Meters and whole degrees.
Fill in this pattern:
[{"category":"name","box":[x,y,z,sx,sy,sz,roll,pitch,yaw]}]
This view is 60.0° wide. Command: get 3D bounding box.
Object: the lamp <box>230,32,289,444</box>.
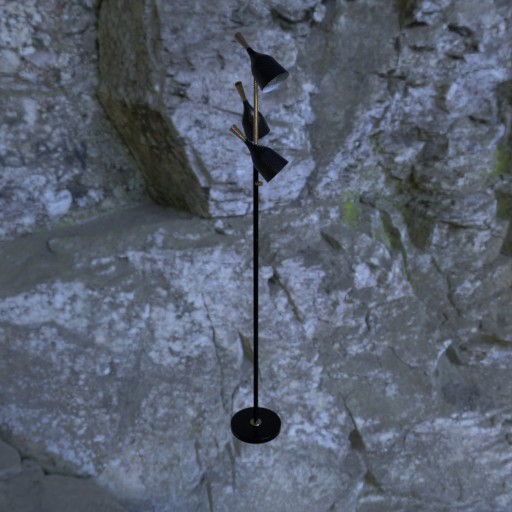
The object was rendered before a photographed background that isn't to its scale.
[{"category":"lamp","box":[0.000,0.000,1.951,0.253,1.778,0.434,-3,17,-10]}]
